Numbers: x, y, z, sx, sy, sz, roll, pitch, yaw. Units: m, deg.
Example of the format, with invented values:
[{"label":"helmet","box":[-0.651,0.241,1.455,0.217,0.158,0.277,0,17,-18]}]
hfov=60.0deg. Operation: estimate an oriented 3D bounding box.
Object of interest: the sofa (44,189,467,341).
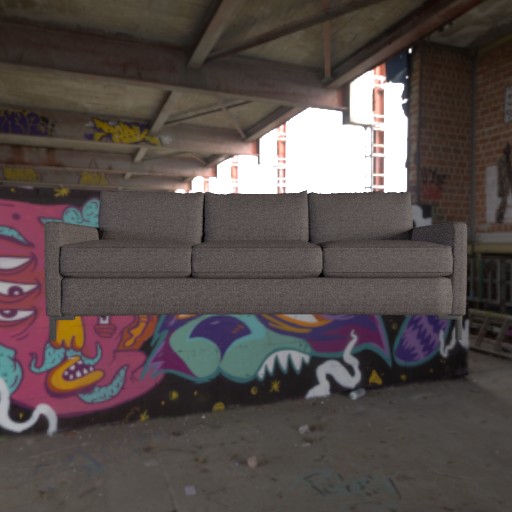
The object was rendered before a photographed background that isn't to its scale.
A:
[{"label":"sofa","box":[0.000,0.000,2.729,2.253,0.882,0.876,0,1,-1]}]
